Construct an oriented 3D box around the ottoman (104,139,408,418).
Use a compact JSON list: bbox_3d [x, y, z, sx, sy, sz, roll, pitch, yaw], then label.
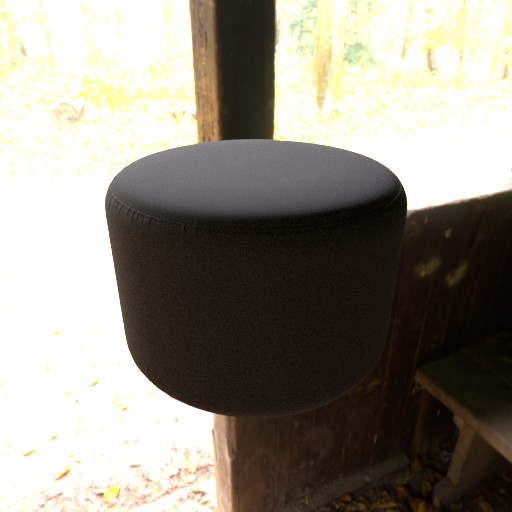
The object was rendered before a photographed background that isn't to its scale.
[{"bbox_3d":[0.000,0.000,0.994,0.608,0.433,0.608,0,27,0],"label":"ottoman"}]
